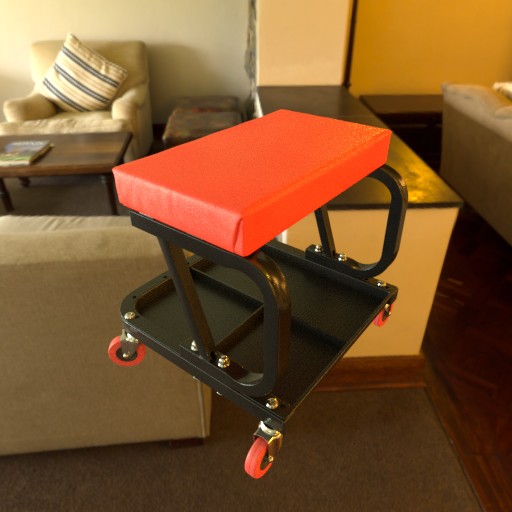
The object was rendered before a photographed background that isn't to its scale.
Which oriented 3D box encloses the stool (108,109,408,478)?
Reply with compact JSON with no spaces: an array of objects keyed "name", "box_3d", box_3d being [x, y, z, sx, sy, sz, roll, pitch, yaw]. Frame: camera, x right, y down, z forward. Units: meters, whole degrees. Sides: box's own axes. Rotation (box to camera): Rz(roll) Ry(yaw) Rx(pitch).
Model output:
[{"name":"stool","box_3d":[0.000,0.000,0.728,0.371,0.380,0.446,22,39,31]}]
